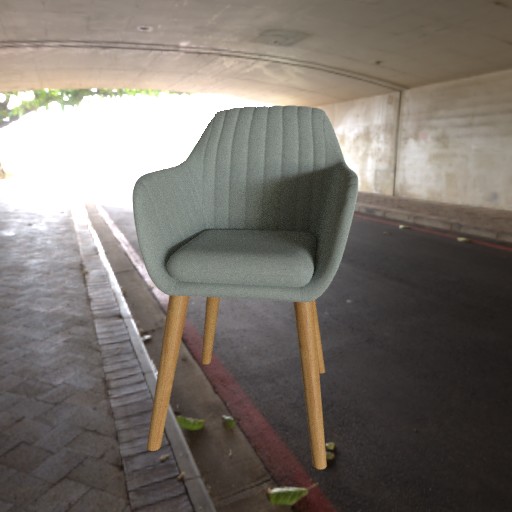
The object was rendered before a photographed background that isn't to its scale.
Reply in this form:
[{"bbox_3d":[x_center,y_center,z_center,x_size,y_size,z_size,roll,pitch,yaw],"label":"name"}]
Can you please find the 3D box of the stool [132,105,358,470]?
[{"bbox_3d":[0.000,0.000,1.205,0.503,0.830,0.590,2,13,9],"label":"stool"}]
